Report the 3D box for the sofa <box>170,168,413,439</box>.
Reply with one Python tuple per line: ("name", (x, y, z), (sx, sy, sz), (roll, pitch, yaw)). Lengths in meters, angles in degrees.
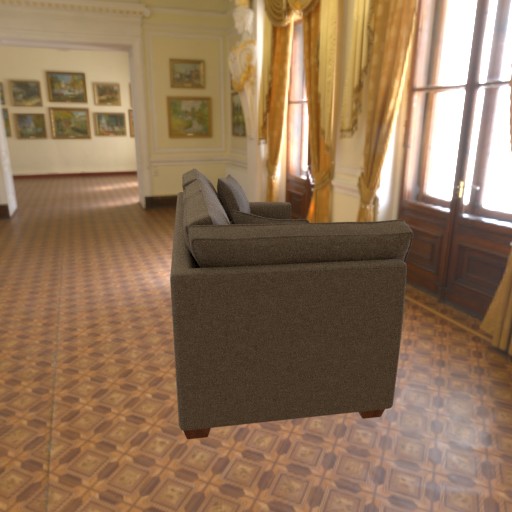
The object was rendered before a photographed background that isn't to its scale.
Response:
("sofa", (0.000, 0.000, 2.942), (1.061, 0.962, 2.317), (-3, 17, -8))
